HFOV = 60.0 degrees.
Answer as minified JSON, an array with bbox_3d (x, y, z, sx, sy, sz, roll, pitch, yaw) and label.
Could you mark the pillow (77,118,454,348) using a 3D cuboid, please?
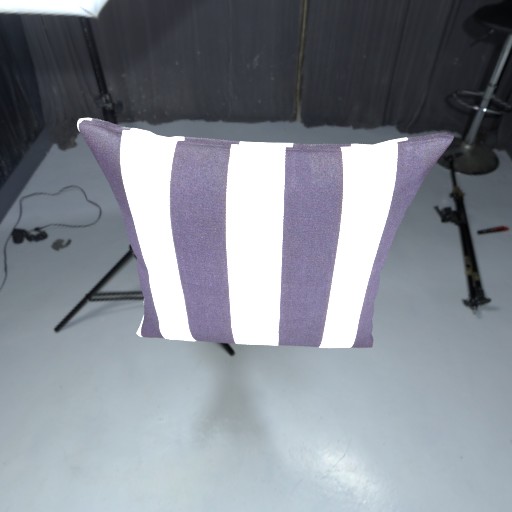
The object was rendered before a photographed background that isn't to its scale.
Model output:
[{"bbox_3d":[0.000,0.000,0.802,0.536,0.526,0.189,2,46,2],"label":"pillow"}]
